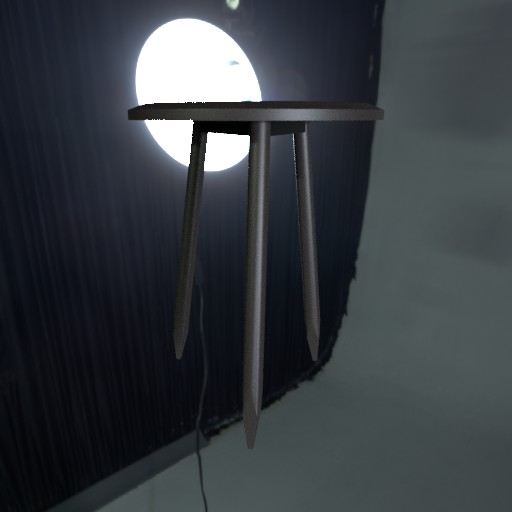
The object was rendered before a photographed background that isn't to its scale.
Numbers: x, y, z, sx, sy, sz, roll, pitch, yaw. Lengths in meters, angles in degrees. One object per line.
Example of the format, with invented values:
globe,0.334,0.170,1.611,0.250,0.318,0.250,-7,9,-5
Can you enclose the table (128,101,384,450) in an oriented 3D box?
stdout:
table,0.000,0.000,0.904,0.457,0.585,0.457,0,18,0
